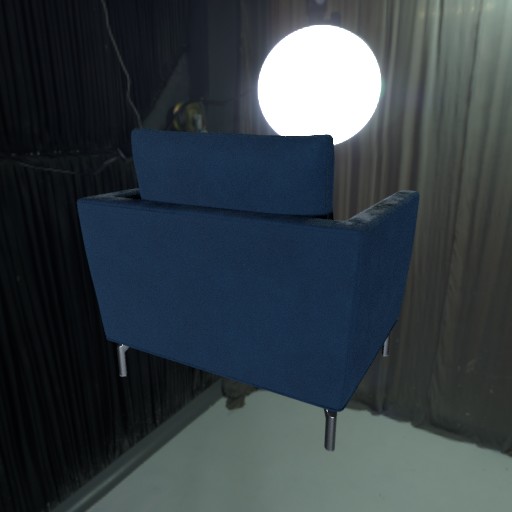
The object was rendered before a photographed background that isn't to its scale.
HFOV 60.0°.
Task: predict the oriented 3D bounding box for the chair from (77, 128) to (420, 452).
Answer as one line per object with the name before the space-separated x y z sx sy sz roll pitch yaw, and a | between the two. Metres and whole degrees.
chair | 0.000 0.000 1.608 0.977 0.893 0.746 9 19 28
